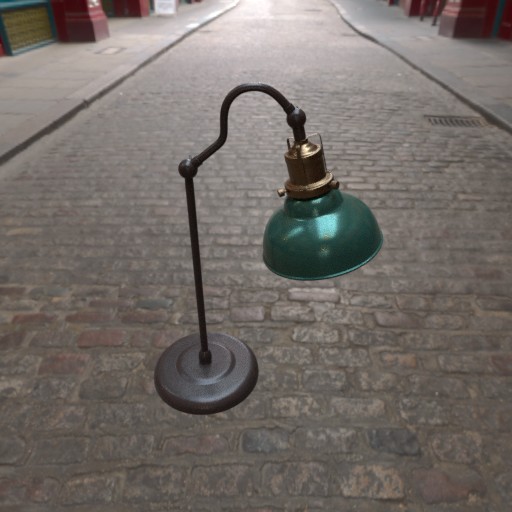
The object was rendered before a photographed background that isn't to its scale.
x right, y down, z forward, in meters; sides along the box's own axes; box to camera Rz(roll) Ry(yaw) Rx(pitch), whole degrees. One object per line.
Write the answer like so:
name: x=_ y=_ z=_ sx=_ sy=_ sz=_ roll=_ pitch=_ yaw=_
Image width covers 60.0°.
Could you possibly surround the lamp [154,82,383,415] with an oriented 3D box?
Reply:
lamp: x=0.000 y=0.000 z=0.685 sx=0.374 sy=0.508 sz=0.192 roll=1 pitch=32 yaw=1
